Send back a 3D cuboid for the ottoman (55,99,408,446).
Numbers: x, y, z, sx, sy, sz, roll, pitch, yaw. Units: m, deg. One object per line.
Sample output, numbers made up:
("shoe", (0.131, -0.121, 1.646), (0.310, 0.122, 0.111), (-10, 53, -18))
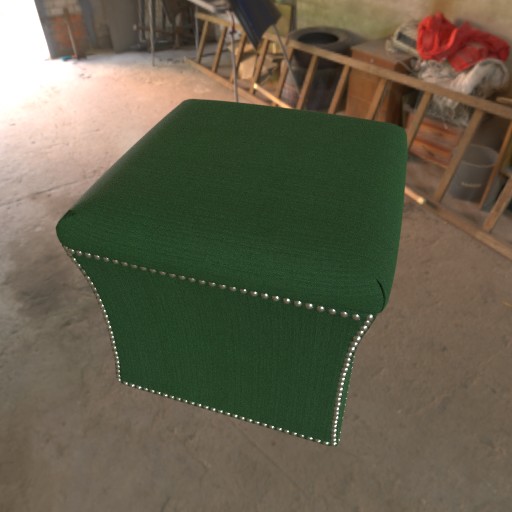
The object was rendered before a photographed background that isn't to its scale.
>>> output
("ottoman", (0.000, 0.000, 0.902), (0.507, 0.475, 0.497), (12, 43, 13))
